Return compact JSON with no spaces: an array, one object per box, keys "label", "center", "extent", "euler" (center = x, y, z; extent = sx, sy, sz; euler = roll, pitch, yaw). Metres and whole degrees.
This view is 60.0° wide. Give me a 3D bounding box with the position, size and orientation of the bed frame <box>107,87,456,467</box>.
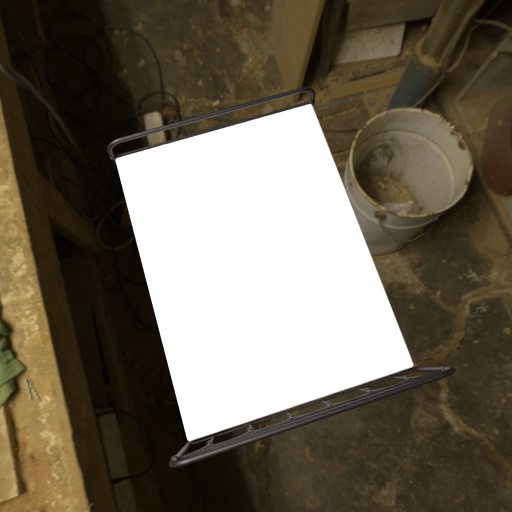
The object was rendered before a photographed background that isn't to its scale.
[{"label":"bed frame","center":[0.000,0.000,3.142],"extent":[1.664,1.276,2.203],"euler":[-17,76,-4]}]
